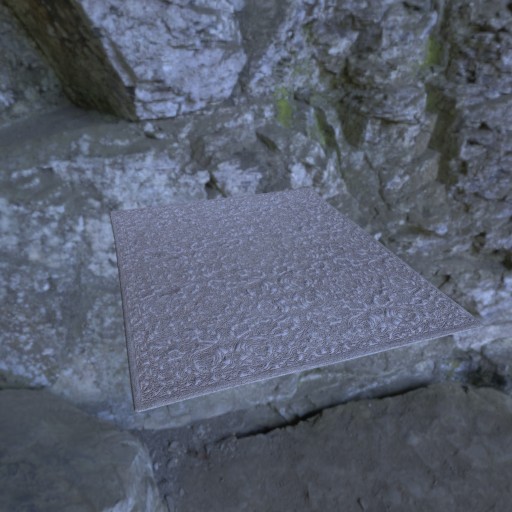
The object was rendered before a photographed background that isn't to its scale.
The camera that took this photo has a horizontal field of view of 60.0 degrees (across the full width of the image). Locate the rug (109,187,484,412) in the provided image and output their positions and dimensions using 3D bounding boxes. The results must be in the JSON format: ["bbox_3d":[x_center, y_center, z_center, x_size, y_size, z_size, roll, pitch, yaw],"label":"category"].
[{"bbox_3d":[0.000,0.000,4.096,2.472,0.035,3.017,-9,30,-16],"label":"rug"}]
